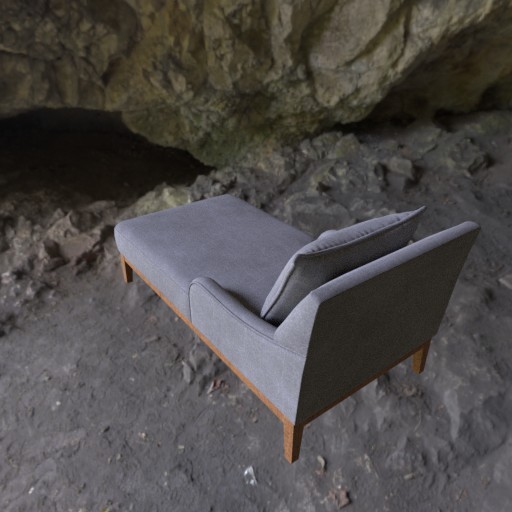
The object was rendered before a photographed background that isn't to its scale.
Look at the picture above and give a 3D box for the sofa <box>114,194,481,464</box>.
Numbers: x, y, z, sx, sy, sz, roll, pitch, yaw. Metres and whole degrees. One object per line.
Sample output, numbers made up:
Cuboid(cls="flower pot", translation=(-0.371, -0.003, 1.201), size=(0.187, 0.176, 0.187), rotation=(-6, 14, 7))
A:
Cuboid(cls="sofa", translation=(0.000, 0.000, 2.308), size=(0.894, 0.859, 1.779), rotation=(-20, 35, -31))
